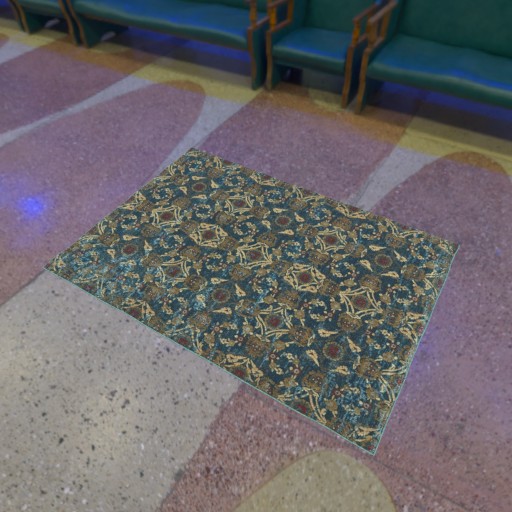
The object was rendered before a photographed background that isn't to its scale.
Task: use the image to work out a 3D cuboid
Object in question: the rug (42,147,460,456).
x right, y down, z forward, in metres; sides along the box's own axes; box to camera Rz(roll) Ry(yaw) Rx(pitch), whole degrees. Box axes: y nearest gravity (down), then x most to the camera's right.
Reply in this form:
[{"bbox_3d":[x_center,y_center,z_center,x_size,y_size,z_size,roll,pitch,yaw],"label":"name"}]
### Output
[{"bbox_3d":[0.000,0.000,2.862,2.207,0.014,1.567,24,52,21],"label":"rug"}]
